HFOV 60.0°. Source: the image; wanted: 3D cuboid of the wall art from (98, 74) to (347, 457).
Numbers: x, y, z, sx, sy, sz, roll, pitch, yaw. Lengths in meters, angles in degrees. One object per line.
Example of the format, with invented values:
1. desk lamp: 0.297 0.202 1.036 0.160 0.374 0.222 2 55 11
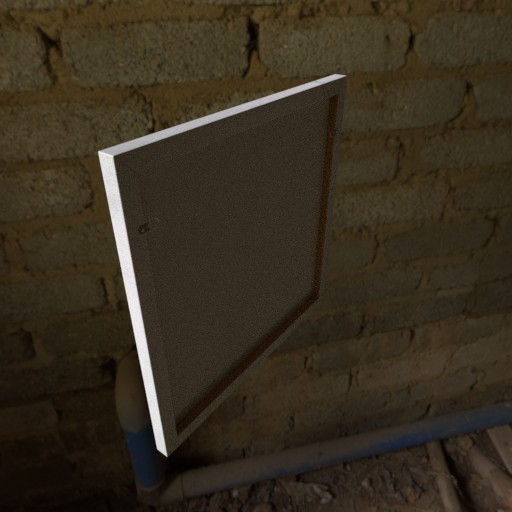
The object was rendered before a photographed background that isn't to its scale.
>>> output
1. wall art: 0.000 0.000 1.137 0.041 0.762 0.762 22 39 30
